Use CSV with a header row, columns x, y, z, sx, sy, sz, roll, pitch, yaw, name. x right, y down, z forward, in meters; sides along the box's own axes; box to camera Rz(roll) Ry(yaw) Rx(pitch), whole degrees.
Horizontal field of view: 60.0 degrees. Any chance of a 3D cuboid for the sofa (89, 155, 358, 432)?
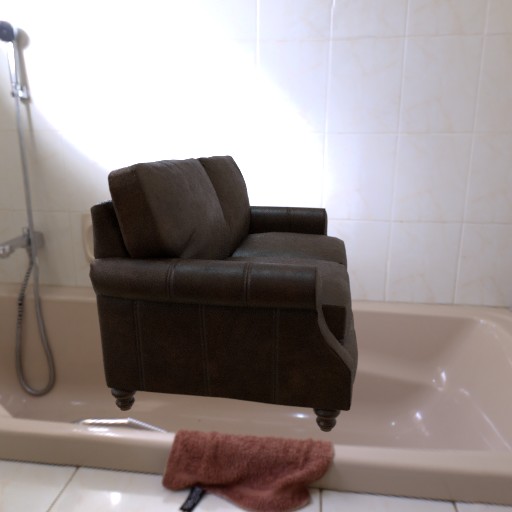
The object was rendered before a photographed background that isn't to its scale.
x,y,z,sx,sy,sz,roll,pitch,yaw,name
0.000,0.000,2.247,0.990,0.976,1.616,2,14,9,sofa
